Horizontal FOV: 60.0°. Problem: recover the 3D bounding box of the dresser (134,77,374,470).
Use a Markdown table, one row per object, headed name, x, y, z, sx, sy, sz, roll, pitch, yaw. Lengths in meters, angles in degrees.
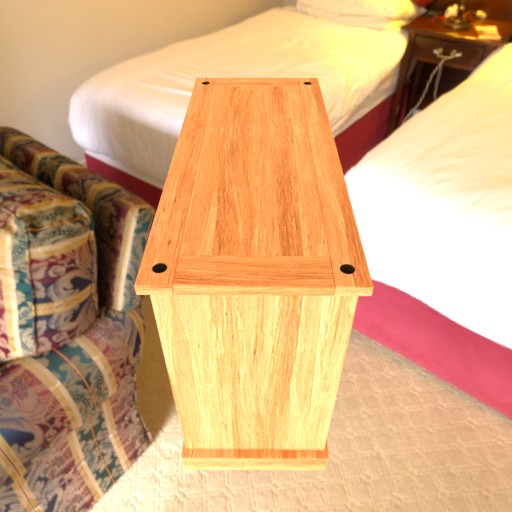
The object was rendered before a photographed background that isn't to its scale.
| name | x | y | z | sx | sy | sz | roll | pitch | yaw |
| --- | --- | --- | --- | --- | --- | --- | --- | --- | --- |
| dresser | 0.000 | 0.000 | 1.369 | 0.410 | 0.740 | 0.990 | 0 | 41 | 0 |
